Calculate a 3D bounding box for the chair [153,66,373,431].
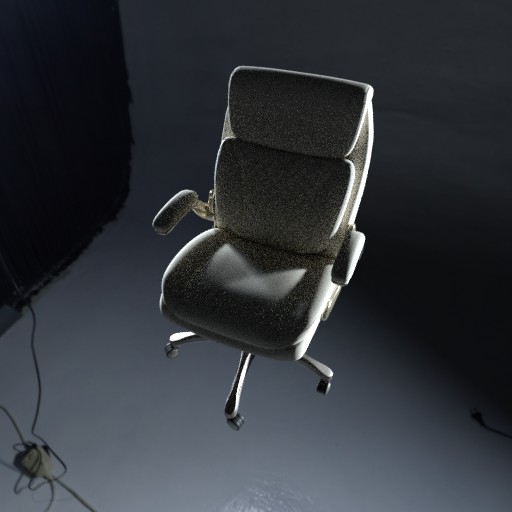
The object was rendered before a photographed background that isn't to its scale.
[{"bbox_3d":[0.000,0.000,1.639,0.740,1.110,0.794,13,43,15],"label":"chair"}]
